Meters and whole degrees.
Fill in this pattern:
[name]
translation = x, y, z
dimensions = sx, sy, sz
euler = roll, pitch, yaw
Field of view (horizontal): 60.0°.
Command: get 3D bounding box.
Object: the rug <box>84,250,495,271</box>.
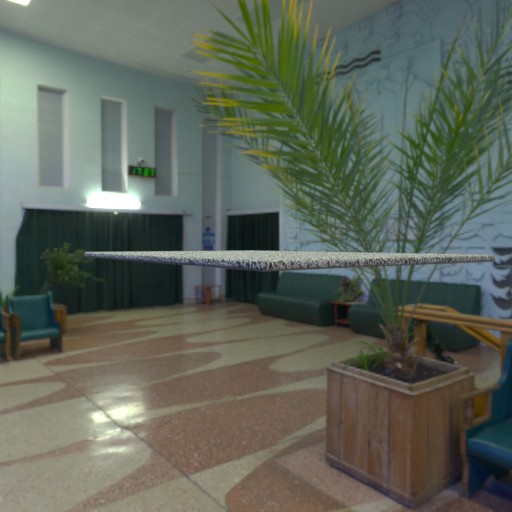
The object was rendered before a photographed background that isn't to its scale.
[rug]
translation = 0.000, 0.000, 2.233
dimensions = 1.219, 0.030, 1.778
euler = -1, 2, -35
